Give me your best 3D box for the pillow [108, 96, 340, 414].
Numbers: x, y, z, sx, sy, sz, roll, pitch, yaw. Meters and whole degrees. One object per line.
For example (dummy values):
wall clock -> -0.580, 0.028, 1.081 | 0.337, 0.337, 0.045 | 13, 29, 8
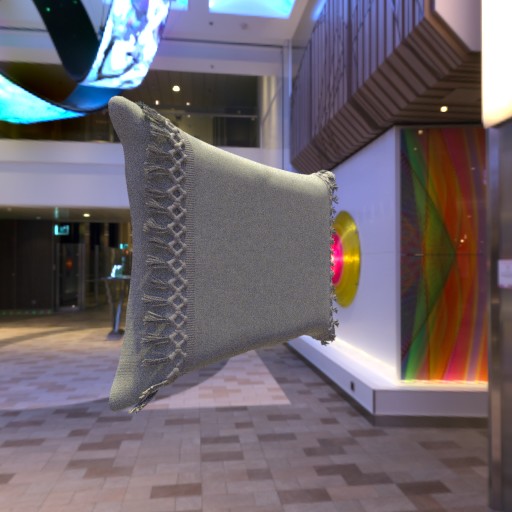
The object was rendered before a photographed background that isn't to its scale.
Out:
pillow -> 0.000, 0.000, 0.602 | 0.084, 0.305, 0.466 | -1, -1, 36
